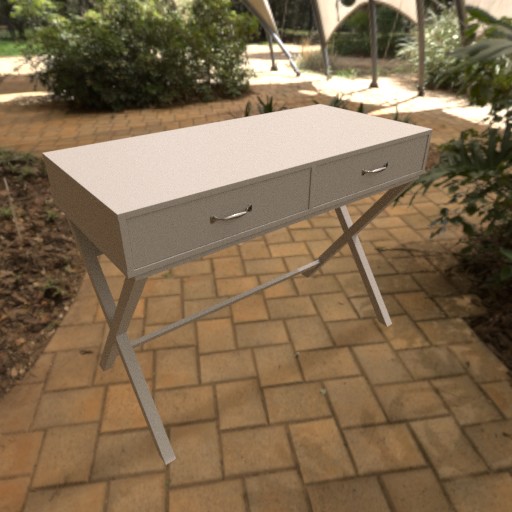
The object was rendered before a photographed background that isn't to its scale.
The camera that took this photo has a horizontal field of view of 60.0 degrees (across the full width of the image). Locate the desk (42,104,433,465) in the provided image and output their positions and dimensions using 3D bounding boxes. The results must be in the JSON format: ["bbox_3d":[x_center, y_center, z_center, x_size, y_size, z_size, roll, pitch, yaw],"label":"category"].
[{"bbox_3d":[0.000,0.000,1.495,1.057,0.780,0.525,-21,36,-32],"label":"desk"}]
